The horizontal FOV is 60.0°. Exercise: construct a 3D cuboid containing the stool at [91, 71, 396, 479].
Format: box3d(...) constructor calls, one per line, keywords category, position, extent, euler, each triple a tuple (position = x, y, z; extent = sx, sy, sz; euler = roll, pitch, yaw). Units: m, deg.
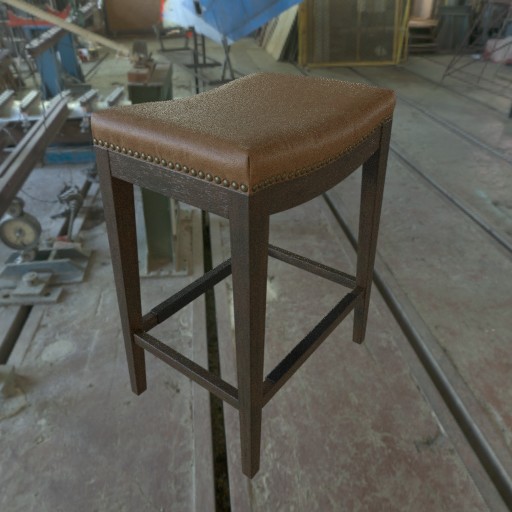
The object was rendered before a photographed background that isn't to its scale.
box3d(category="stool", position=(0.000, 0.000, 0.954), extent=(0.361, 0.660, 0.500), euler=(22, 39, 31))
